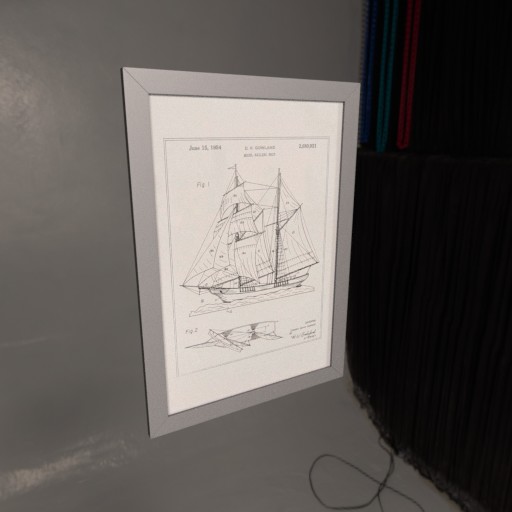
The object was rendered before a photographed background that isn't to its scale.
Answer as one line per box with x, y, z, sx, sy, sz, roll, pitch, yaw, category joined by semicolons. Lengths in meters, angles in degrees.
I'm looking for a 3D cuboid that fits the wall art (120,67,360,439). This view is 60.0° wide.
0.000;0.000;0.707;0.380;0.534;0.013;-8;18;-28;wall art
